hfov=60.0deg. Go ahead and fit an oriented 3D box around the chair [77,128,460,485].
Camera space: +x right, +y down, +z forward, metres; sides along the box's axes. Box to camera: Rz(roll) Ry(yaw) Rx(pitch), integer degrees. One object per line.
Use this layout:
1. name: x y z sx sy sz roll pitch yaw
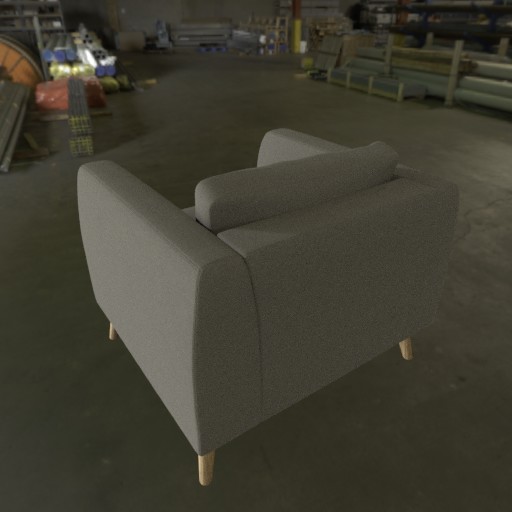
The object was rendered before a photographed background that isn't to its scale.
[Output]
1. chair: 0.000 0.000 1.620 1.000 0.860 0.930 -19 35 -30
